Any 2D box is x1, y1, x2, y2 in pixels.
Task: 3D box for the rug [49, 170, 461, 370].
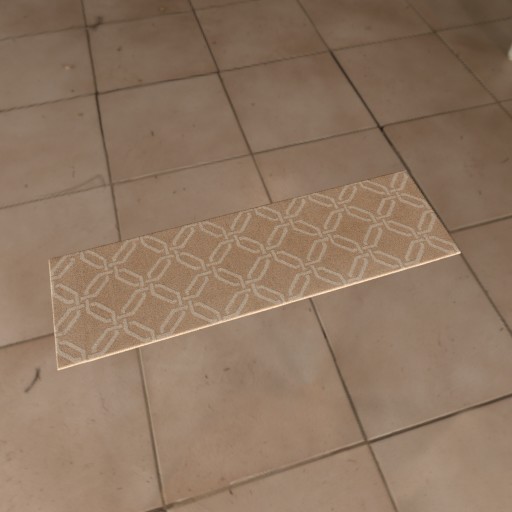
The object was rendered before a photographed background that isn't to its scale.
[{"bbox_3d":[0.000,0.000,2.549,2.276,0.014,0.678,-15,59,-9],"label":"rug"}]
